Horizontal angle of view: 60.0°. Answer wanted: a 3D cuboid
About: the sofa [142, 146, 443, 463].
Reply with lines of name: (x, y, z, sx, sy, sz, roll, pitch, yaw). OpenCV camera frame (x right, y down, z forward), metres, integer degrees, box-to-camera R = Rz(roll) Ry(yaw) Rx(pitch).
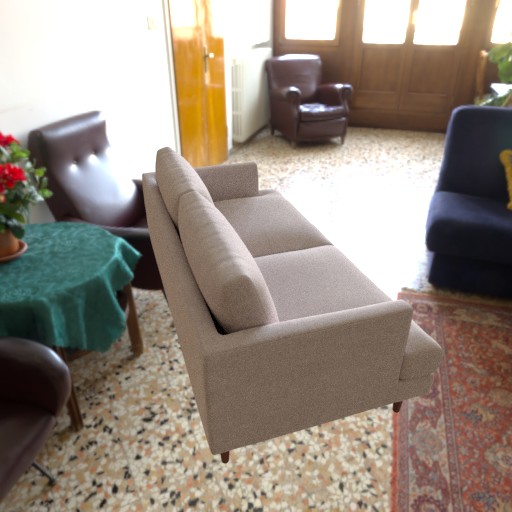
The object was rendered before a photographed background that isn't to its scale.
sofa: (0.000, 0.000, 2.490, 1.020, 0.868, 1.948, -9, 31, -16)
